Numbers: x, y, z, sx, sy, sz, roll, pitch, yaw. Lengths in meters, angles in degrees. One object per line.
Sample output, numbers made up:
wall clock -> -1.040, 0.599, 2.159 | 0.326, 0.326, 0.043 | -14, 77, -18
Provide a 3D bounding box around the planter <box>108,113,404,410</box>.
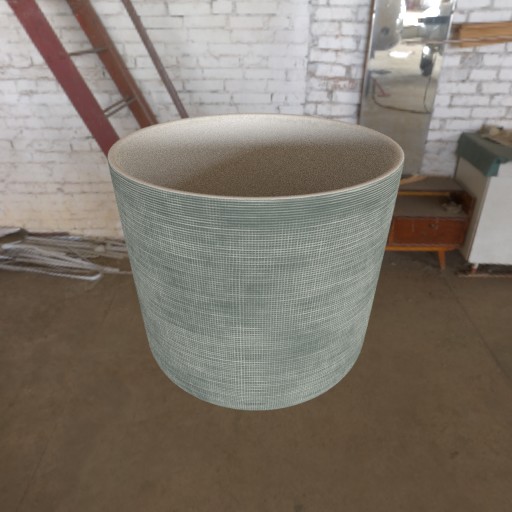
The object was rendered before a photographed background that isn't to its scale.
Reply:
planter -> 0.000, 0.000, 0.781 | 0.440, 0.398, 0.440 | 0, 30, 0
